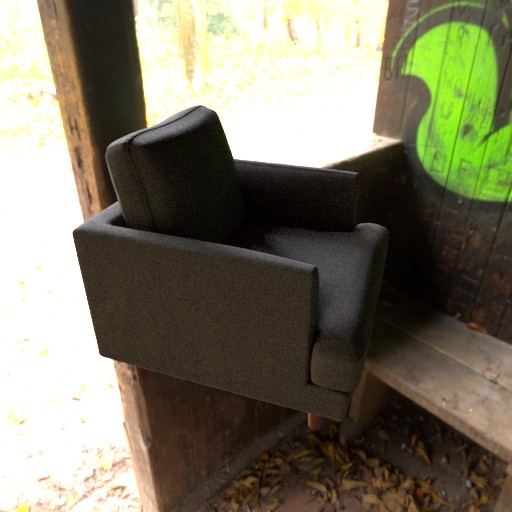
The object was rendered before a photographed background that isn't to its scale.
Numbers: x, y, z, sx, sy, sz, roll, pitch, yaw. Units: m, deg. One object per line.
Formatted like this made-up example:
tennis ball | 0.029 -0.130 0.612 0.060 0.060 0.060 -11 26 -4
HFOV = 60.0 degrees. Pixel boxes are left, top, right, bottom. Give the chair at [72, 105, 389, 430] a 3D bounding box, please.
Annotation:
chair | 0.000 0.000 1.632 0.899 0.957 0.858 10 31 17
